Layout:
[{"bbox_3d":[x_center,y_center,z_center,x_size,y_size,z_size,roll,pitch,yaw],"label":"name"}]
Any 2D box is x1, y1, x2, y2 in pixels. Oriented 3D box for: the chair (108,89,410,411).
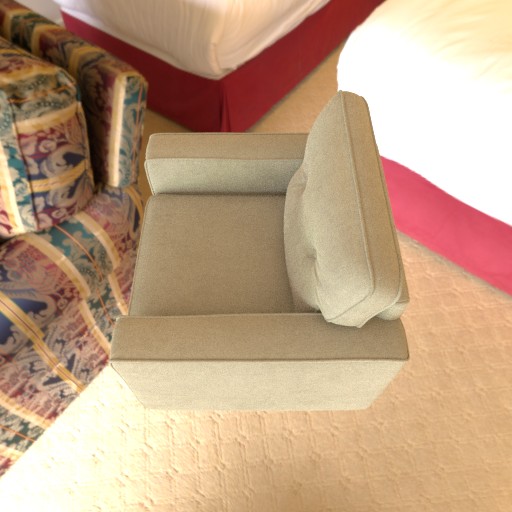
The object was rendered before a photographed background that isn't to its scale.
[{"bbox_3d":[0.000,0.000,1.736,0.939,0.965,1.015,0,57,0],"label":"chair"}]
